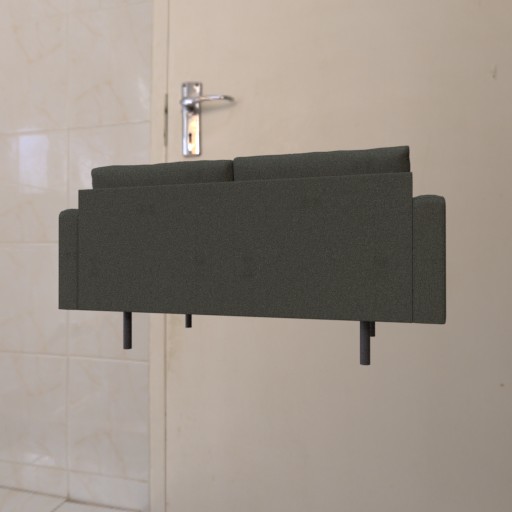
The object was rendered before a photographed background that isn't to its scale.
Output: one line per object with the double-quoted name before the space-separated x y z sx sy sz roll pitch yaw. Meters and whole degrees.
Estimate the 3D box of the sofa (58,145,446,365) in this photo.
"sofa" 0.000 0.000 2.298 1.730 0.897 0.889 0 0 17
